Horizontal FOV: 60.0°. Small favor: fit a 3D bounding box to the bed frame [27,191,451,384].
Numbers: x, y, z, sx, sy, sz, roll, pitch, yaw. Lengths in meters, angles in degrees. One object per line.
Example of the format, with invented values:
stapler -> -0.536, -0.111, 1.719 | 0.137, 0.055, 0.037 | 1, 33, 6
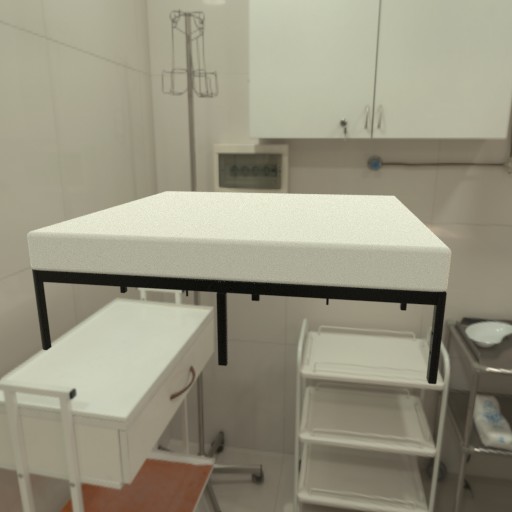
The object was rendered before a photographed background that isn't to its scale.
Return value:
bed frame -> 0.000, 0.000, 3.100 | 2.079, 0.659, 1.963 | 3, 15, 10
